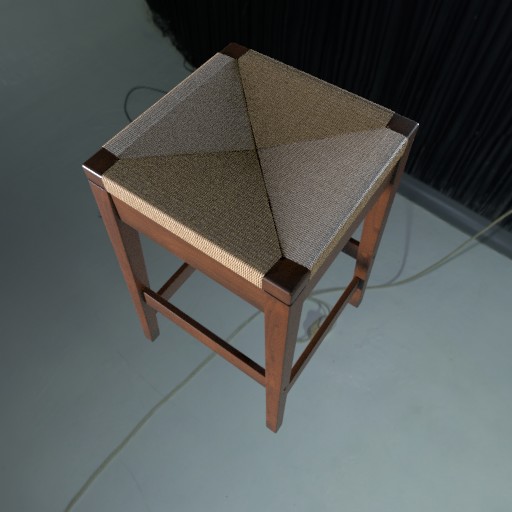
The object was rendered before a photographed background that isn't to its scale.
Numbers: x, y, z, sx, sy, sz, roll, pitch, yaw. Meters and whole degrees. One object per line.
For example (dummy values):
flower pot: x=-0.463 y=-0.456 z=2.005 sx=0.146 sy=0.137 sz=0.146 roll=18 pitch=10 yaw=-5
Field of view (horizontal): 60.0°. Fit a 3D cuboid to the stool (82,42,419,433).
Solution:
stool: x=0.000 y=0.000 z=1.099 sx=0.497 sy=0.762 sz=0.507 roll=31 pitch=63 yaw=18
